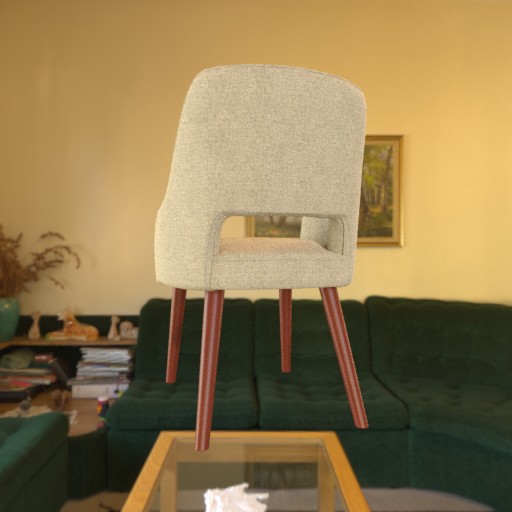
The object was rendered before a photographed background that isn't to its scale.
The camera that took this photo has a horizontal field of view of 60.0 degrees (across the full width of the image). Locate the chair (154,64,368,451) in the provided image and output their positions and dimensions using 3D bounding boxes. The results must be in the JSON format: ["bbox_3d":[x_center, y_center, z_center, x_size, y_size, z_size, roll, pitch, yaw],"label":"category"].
[{"bbox_3d":[0.000,0.000,1.268,0.548,0.849,0.605,0,1,-18],"label":"chair"}]
